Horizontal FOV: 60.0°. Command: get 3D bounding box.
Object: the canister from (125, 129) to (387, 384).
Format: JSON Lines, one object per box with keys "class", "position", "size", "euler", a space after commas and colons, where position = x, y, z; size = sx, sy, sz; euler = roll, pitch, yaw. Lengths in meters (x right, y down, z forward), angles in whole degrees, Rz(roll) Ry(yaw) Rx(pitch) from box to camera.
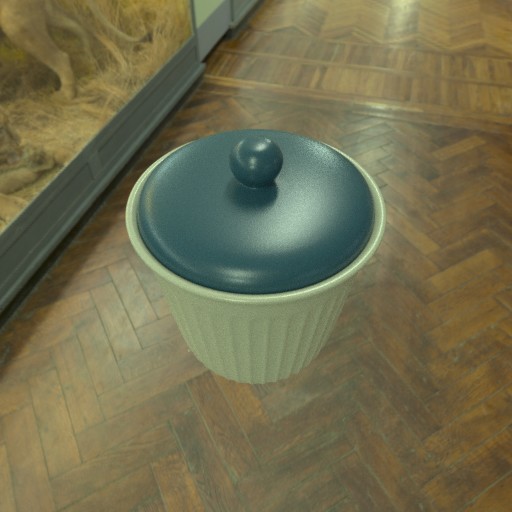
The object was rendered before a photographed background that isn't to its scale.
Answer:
{"class": "canister", "position": [0.000, 0.000, 0.356], "size": [0.181, 0.211, 0.181], "euler": [0, 47, 0]}
